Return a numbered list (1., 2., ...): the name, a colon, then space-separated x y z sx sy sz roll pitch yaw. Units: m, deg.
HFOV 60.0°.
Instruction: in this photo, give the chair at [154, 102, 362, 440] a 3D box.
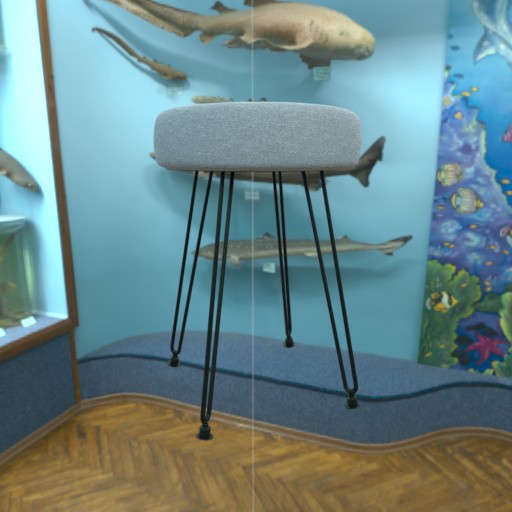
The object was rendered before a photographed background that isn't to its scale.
1. chair: 0.000 0.000 0.696 0.350 0.440 0.350 6 14 24
